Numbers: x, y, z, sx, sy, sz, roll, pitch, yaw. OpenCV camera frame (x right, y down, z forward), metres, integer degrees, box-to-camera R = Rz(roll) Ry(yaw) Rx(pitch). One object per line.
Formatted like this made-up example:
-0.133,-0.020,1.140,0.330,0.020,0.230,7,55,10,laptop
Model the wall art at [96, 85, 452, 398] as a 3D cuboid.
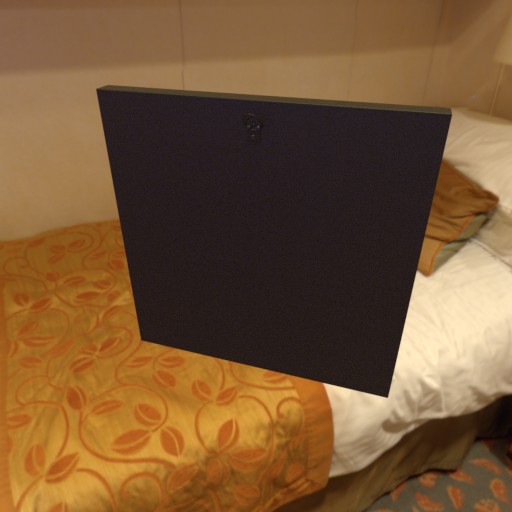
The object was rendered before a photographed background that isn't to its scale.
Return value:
0.000,0.000,0.512,0.349,0.349,0.038,9,33,15,wall art
